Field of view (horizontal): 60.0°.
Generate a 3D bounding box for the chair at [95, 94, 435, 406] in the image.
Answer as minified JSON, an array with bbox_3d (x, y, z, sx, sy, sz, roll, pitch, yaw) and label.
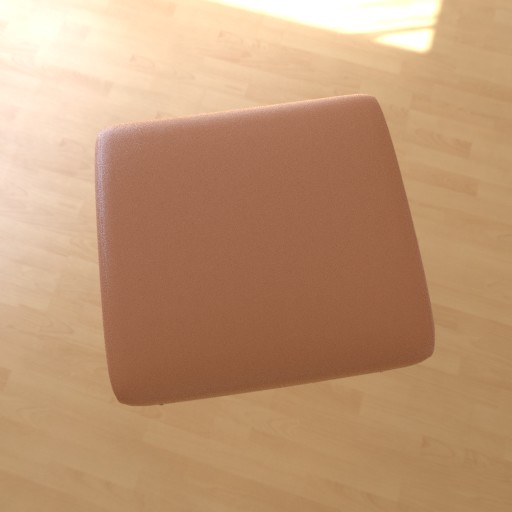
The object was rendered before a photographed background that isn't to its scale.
[{"bbox_3d":[0.000,0.000,0.889,0.530,0.410,0.530,-8,76,-2],"label":"chair"}]
